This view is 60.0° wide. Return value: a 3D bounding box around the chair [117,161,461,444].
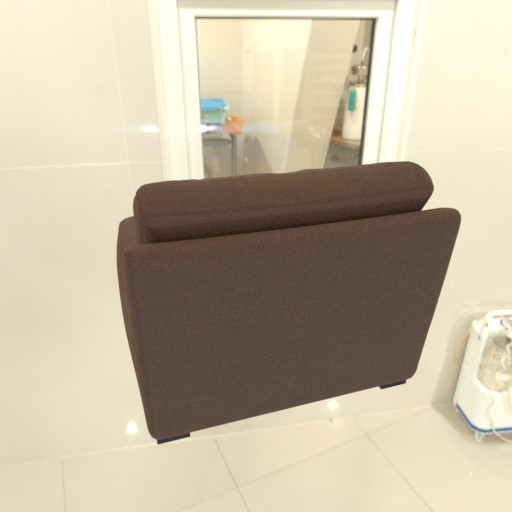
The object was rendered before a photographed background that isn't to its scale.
[{"bbox_3d":[0.000,0.000,1.945,1.168,0.940,1.143,-8,27,-16],"label":"chair"}]
